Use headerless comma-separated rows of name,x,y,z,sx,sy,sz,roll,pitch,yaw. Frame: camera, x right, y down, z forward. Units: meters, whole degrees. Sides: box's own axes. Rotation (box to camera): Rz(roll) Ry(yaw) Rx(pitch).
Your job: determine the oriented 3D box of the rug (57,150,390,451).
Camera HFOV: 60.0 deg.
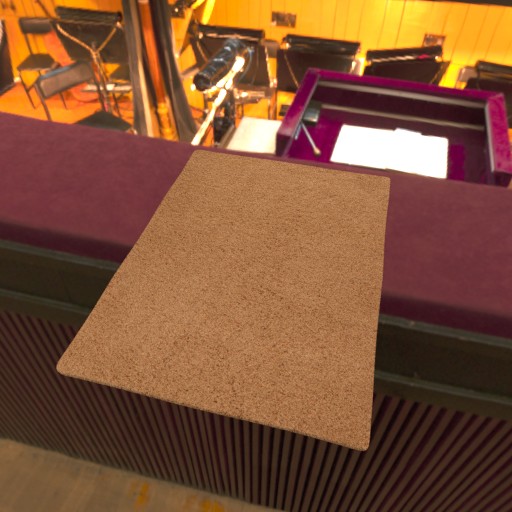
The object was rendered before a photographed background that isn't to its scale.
rug,0.000,0.000,2.145,1.199,0.025,1.600,11,47,10
